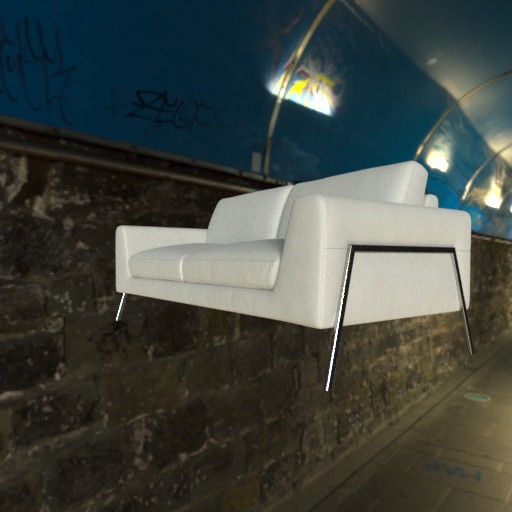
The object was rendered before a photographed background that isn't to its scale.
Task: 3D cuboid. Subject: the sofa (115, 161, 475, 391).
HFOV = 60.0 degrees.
[{"bbox_3d":[0.000,0.000,2.506,0.953,0.875,2.017,0,0,-36],"label":"sofa"}]
